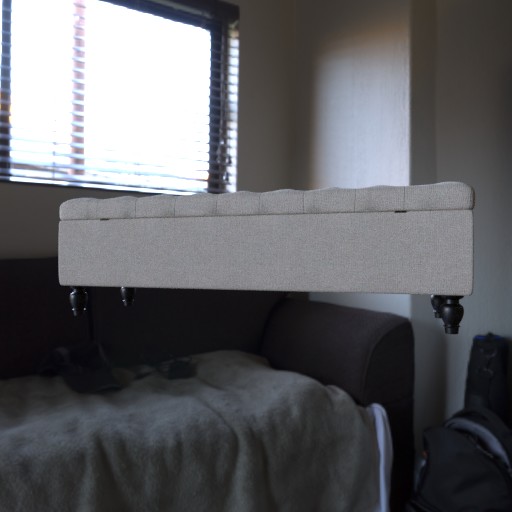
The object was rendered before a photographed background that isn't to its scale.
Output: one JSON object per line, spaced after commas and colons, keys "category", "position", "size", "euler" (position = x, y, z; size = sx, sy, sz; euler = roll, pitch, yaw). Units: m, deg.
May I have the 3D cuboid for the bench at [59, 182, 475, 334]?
{"category": "bench", "position": [0.000, 0.000, 1.714], "size": [1.480, 0.467, 0.455], "euler": [0, 0, 17]}
